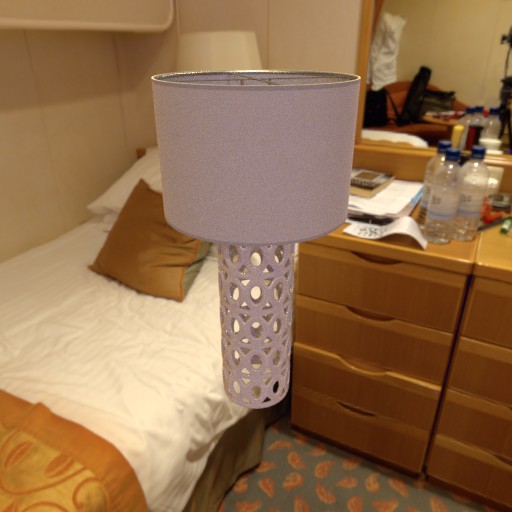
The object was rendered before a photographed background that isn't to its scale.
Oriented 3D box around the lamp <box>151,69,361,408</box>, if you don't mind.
[{"bbox_3d":[0.000,0.000,0.843,0.325,0.636,0.324,-8,27,-17],"label":"lamp"}]
